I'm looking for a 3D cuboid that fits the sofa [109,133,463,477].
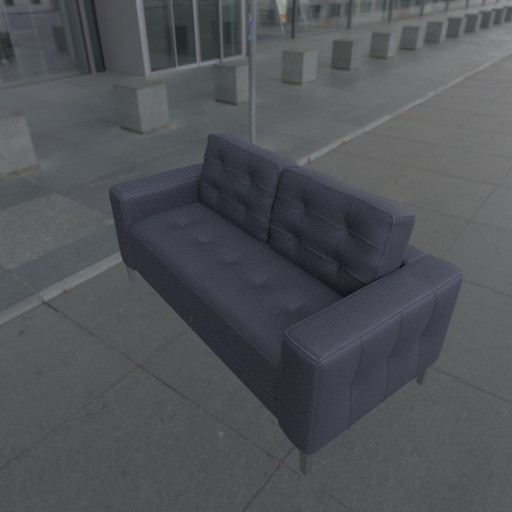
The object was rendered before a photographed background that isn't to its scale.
[{"bbox_3d":[0.000,0.000,2.220,0.833,0.893,1.726,-22,38,-31],"label":"sofa"}]
